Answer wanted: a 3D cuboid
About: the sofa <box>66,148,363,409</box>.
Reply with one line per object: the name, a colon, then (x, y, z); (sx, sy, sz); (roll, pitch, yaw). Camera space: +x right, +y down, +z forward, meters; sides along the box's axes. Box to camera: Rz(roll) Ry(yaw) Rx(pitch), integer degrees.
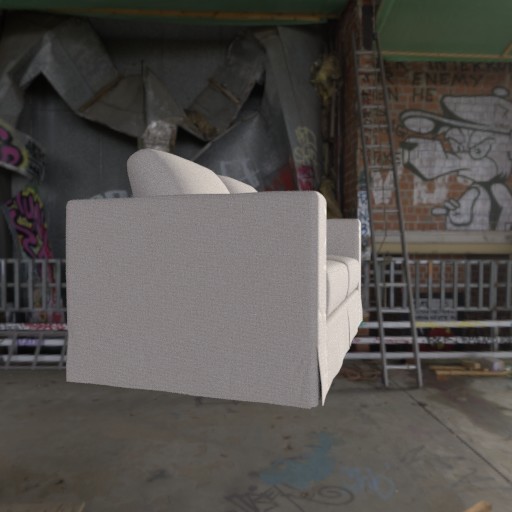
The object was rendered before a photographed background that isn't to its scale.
sofa: (0.000, 0.000, 2.409); (1.009, 0.932, 1.813); (0, 1, 18)
